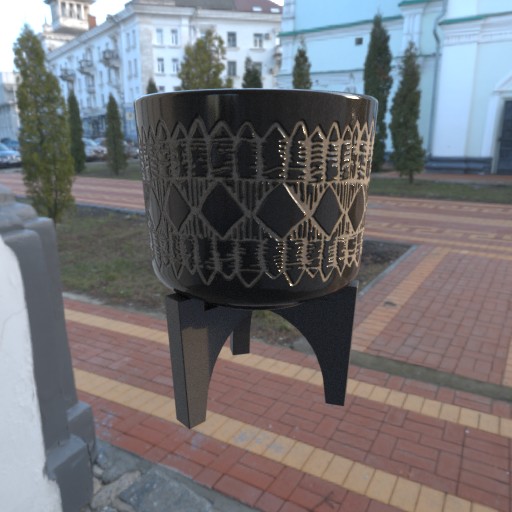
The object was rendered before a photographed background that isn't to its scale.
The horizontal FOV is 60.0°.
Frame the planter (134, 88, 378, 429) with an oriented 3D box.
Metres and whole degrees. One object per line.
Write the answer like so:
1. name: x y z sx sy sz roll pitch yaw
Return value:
1. planter: 0.000 0.000 0.399 0.196 0.264 0.196 -14 20 -42
